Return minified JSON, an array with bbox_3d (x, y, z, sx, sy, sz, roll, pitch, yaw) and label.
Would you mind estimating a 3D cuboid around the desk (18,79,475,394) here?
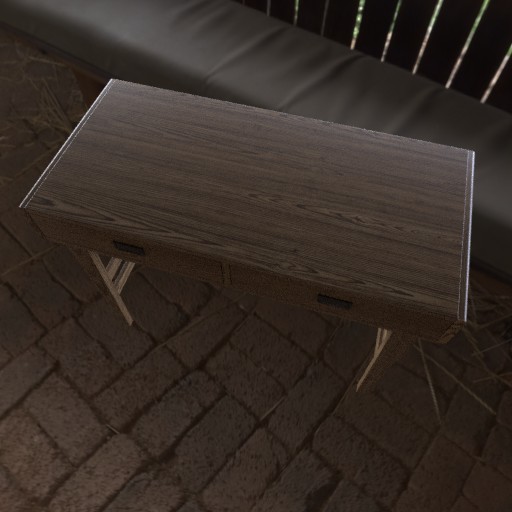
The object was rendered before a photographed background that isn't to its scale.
[{"bbox_3d":[0.000,0.000,1.446,1.067,0.755,0.508,14,60,8],"label":"desk"}]
